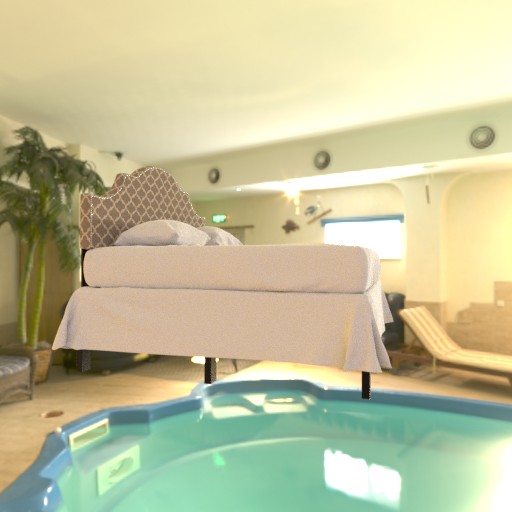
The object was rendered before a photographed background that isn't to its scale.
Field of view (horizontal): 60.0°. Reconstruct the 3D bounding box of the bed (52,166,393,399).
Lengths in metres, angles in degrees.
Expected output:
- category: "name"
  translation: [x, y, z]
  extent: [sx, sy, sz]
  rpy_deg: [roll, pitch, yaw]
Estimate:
- category: "bed"
  translation: [0.000, 0.000, 3.761]
  extent: [2.222, 1.601, 2.314]
  rpy_deg: [0, 0, 18]
